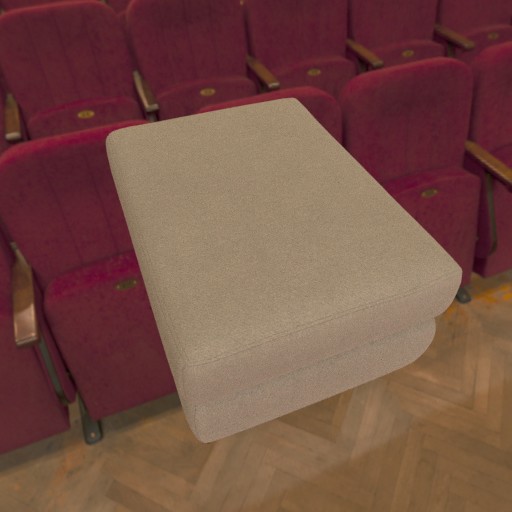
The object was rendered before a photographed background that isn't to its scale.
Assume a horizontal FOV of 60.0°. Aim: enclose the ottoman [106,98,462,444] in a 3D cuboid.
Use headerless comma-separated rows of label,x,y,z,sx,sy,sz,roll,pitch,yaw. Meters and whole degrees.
ottoman,0.000,0.000,1.129,0.569,0.499,0.773,-16,48,-15
